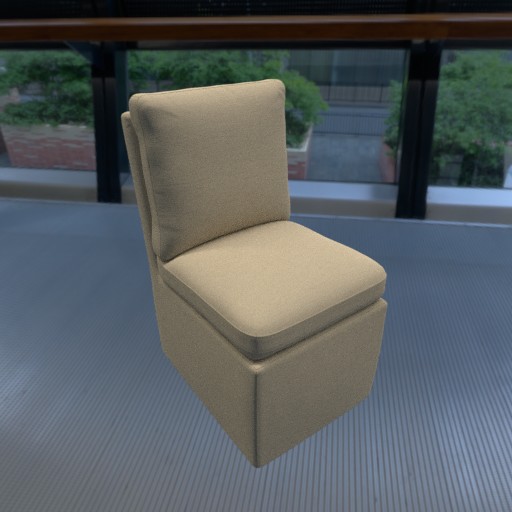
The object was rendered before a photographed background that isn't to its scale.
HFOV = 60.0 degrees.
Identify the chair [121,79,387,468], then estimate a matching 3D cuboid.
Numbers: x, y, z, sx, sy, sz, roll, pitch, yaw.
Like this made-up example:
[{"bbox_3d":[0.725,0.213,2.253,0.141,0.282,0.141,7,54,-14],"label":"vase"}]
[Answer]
[{"bbox_3d":[0.000,0.000,1.350,0.503,0.927,0.698,-20,35,-30],"label":"chair"}]
